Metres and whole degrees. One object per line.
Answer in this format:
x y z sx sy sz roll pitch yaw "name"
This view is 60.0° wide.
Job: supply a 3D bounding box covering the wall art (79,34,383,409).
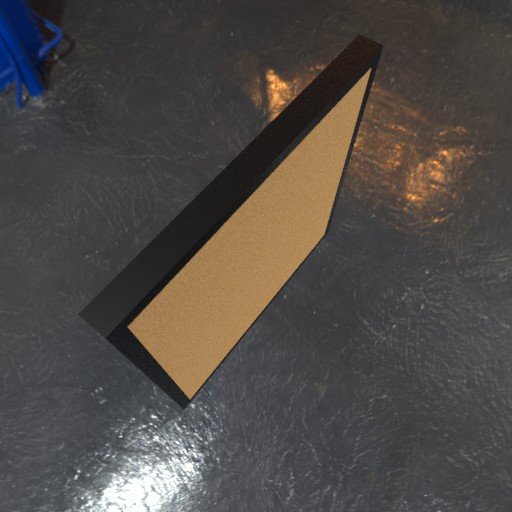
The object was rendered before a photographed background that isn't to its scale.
0.000 0.000 0.735 0.038 0.506 0.506 35 69 16 "wall art"
